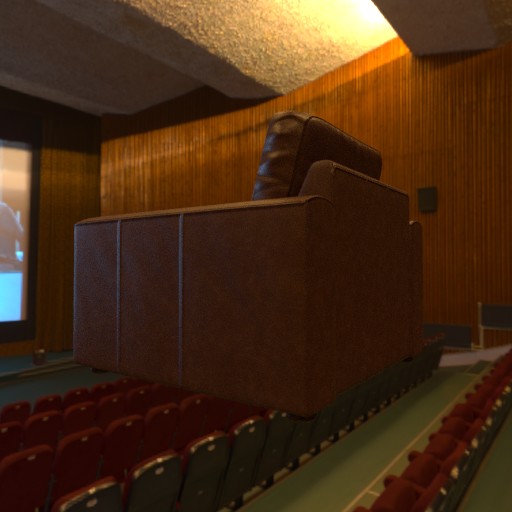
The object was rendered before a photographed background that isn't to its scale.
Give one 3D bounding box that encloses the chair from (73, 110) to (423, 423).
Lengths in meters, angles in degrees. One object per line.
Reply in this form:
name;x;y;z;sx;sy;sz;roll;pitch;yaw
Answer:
chair;0.000;0.000;1.752;1.016;0.873;1.005;-1;-1;36
